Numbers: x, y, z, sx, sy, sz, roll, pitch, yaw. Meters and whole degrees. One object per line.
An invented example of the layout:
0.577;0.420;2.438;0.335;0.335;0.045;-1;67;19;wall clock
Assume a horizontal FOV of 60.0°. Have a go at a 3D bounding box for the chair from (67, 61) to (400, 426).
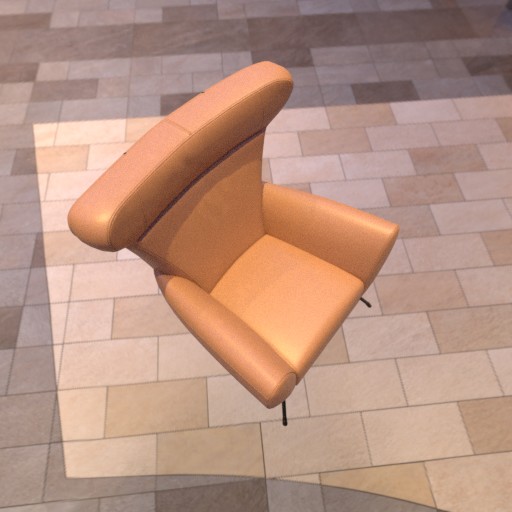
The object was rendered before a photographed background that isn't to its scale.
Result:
0.000;0.000;1.800;0.900;1.050;0.980;34;64;19;chair
